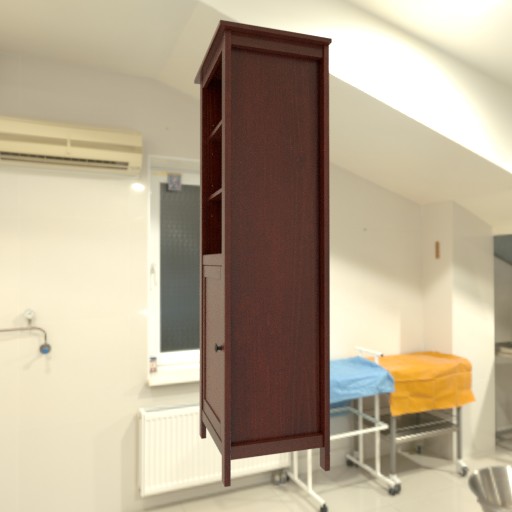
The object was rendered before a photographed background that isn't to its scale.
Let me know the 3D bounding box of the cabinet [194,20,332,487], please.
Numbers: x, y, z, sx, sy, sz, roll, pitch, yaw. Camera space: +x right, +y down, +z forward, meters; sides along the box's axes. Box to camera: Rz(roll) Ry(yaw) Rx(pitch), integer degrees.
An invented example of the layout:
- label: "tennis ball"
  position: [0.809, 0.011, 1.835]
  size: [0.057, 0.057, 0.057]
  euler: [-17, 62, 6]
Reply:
- label: "cabinet"
  position: [0.000, 0.000, 1.718]
  size: [0.401, 1.518, 0.500]
  euler: [0, -1, -17]
